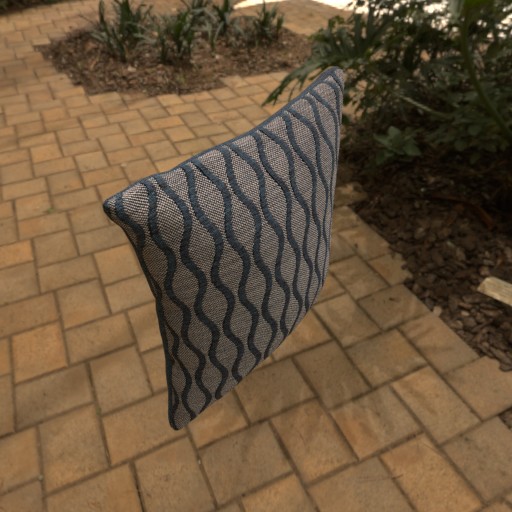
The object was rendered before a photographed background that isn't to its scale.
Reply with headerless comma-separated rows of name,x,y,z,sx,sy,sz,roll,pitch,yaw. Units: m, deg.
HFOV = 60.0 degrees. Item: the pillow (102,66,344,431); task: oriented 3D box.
pillow,0.000,0.000,0.662,0.159,0.435,0.435,25,47,26
